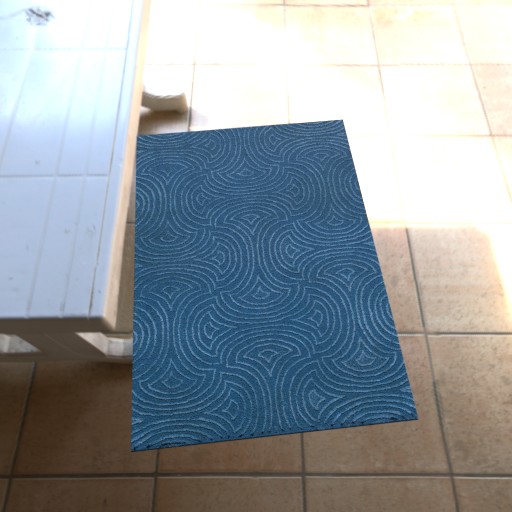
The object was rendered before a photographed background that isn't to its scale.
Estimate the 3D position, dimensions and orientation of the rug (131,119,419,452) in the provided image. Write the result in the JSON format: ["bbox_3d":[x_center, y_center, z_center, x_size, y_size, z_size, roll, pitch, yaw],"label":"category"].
[{"bbox_3d":[0.000,0.000,2.830,1.543,0.015,2.144,-5,64,-3],"label":"rug"}]
